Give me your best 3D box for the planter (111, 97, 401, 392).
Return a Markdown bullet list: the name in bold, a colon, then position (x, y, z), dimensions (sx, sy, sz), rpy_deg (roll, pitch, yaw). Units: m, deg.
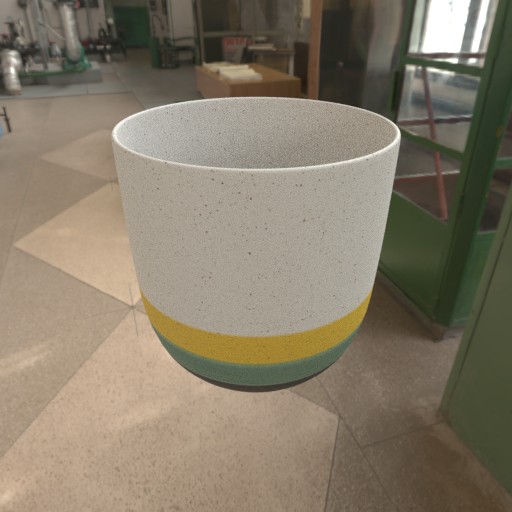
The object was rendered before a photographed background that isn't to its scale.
- **planter**: position (0.000, 0.000, 0.363), dimensions (0.195, 0.214, 0.195), rpy_deg (0, 30, 0)
